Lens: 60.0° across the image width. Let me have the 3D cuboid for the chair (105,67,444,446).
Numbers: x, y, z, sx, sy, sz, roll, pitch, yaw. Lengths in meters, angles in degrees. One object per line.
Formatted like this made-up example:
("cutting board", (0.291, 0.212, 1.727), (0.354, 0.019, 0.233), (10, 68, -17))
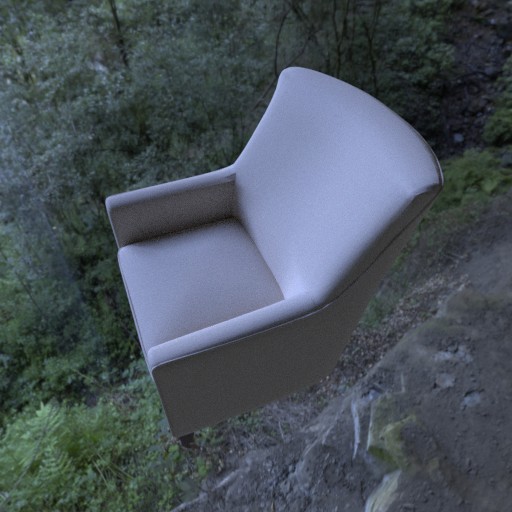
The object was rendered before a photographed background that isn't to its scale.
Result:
("chair", (0.000, 0.000, 1.498), (0.879, 0.916, 0.756), (-16, 48, -15))
